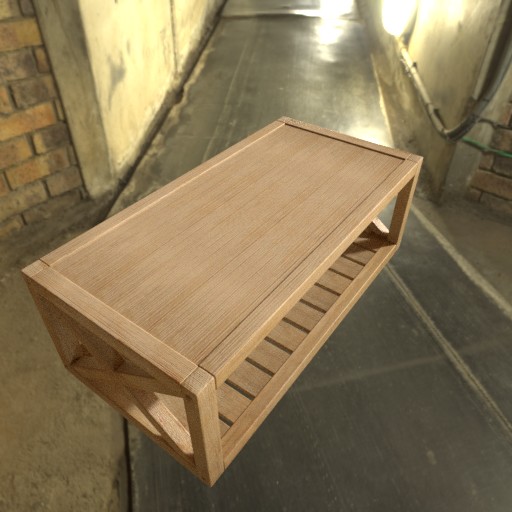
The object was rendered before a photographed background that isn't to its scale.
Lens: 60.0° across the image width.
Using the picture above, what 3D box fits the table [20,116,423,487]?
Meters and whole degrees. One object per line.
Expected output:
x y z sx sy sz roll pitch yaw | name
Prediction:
0.000 0.000 1.625 0.660 0.457 1.321 26 47 27 | table
